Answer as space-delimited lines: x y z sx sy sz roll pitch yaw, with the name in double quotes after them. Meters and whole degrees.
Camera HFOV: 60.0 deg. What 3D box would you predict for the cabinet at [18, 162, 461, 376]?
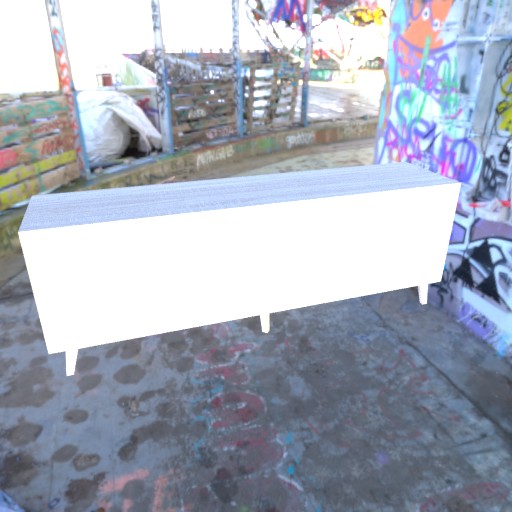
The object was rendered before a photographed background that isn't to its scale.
0.000 0.000 2.493 2.200 0.780 0.500 -8 27 -17 "cabinet"
